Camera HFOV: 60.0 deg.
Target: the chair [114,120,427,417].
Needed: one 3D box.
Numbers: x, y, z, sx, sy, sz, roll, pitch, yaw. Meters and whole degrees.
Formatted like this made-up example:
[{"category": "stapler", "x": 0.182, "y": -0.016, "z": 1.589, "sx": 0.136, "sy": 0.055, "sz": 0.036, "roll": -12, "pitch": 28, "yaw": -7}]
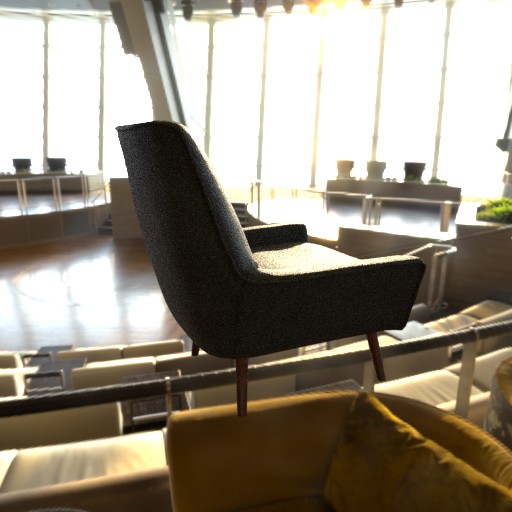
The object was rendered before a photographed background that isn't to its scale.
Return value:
[{"category": "chair", "x": 0.000, "y": 0.000, "z": 1.535, "sx": 0.859, "sy": 0.883, "sz": 0.763, "roll": -7, "pitch": 17, "yaw": -26}]
